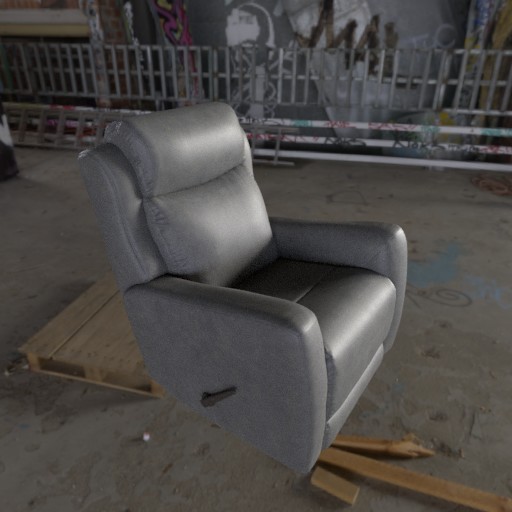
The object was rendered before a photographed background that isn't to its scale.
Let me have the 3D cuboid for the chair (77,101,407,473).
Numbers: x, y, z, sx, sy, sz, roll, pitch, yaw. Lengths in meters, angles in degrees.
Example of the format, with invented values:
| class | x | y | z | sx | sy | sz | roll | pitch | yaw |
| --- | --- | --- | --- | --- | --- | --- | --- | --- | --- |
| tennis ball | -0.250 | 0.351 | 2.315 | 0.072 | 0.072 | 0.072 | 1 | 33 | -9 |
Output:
| class | x | y | z | sx | sy | sz | roll | pitch | yaw |
| --- | --- | --- | --- | --- | --- | --- | --- | --- | --- |
| chair | 0.000 | 0.000 | 1.867 | 1.068 | 1.116 | 0.967 | 18 | 32 | 31 |
